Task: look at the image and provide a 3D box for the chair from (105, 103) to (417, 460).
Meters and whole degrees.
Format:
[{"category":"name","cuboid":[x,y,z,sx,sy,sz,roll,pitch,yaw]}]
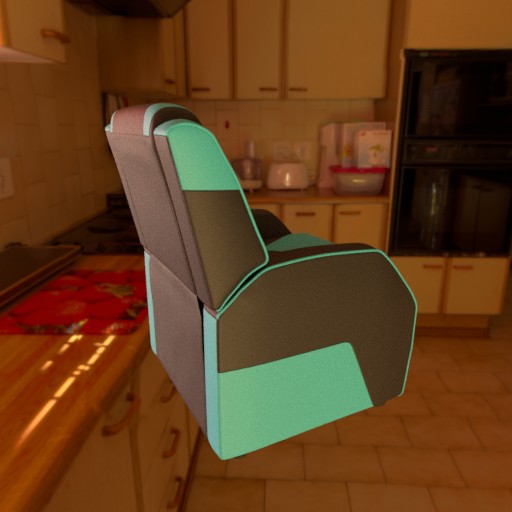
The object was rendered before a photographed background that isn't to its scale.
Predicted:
[{"category":"chair","cuboid":[0.000,0.000,1.262,0.672,0.805,0.620,-8,19,-26]}]
